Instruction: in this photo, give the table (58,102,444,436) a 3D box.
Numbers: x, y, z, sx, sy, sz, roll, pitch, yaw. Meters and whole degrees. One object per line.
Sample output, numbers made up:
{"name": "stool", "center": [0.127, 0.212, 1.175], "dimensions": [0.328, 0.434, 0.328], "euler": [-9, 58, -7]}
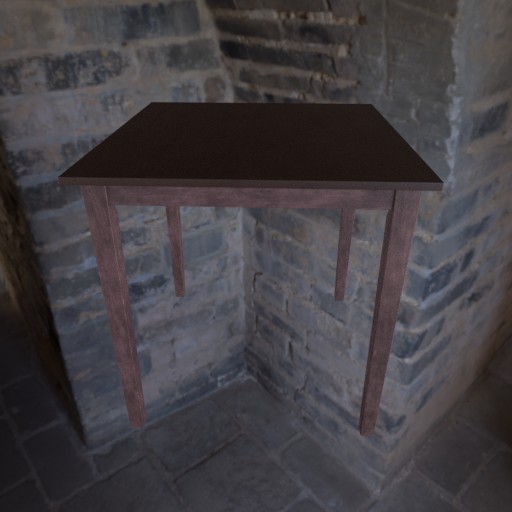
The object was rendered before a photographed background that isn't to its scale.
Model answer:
{"name": "table", "center": [0.000, 0.000, 1.373], "dimensions": [0.749, 0.770, 0.749], "euler": [1, 30, 2]}
